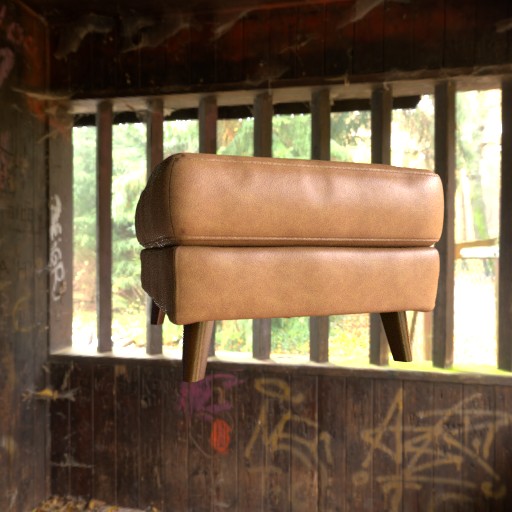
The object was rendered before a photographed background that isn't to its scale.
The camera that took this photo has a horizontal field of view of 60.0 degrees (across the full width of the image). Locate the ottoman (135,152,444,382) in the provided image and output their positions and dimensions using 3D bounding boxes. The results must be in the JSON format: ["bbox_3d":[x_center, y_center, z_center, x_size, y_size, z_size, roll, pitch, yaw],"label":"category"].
[{"bbox_3d":[0.000,0.000,1.239,0.630,0.461,0.869,0,1,-18],"label":"ottoman"}]
